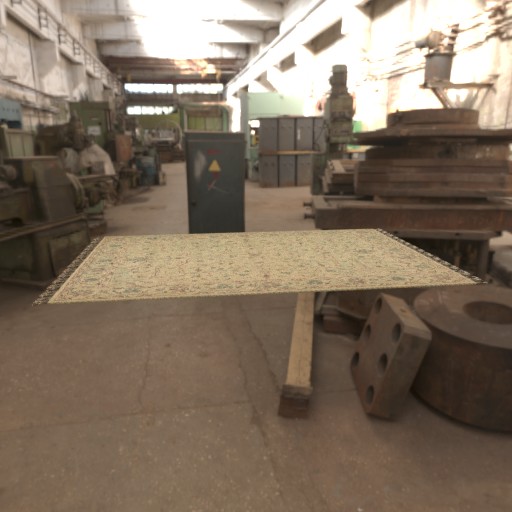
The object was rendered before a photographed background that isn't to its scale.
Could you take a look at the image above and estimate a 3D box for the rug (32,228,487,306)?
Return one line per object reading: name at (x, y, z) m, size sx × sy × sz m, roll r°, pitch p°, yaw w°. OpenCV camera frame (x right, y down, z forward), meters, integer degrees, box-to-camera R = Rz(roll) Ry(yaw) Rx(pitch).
rug at (0.000, 0.000, 3.056) m, size 2.435 × 0.010 × 1.544 m, roll -2°, pitch 15°, yaw -7°
